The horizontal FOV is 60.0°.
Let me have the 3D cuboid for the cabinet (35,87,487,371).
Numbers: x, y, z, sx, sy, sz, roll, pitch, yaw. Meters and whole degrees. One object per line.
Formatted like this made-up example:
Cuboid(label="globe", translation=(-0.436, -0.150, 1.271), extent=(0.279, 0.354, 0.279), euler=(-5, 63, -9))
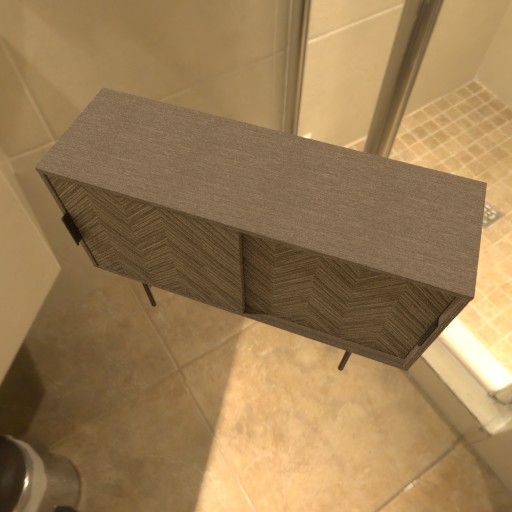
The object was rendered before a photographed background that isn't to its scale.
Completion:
Cuboid(label="cabinet", translation=(0.000, 0.000, 1.547), extent=(1.194, 0.787, 0.405), euler=(17, 59, 10))
